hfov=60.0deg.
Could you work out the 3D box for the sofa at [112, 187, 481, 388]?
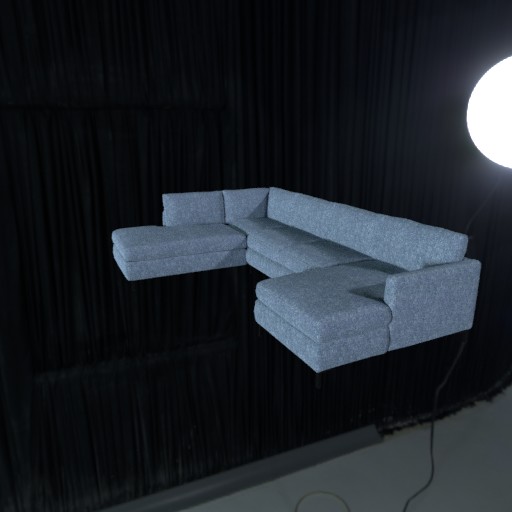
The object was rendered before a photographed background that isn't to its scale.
[{"bbox_3d":[0.000,0.000,3.603,1.879,0.756,2.737,-8,18,-25],"label":"sofa"}]
